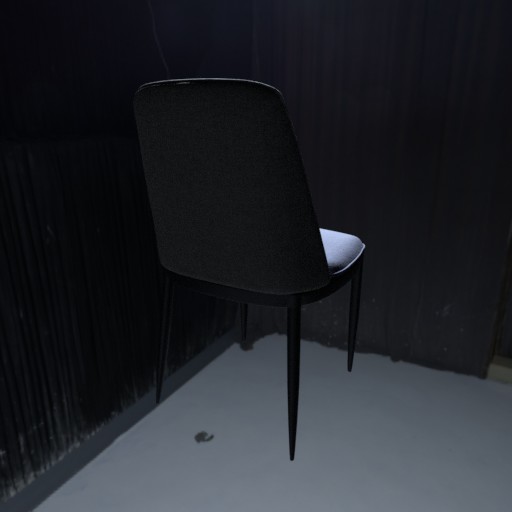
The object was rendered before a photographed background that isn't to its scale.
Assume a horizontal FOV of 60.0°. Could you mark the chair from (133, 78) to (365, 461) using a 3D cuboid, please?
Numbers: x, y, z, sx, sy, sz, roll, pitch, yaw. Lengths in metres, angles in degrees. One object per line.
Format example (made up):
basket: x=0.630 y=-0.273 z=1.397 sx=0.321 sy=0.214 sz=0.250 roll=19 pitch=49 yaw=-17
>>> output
chair: x=0.000 y=0.000 z=1.191 sx=0.488 sy=0.855 sz=0.550 roll=10 pitch=21 yaw=29
